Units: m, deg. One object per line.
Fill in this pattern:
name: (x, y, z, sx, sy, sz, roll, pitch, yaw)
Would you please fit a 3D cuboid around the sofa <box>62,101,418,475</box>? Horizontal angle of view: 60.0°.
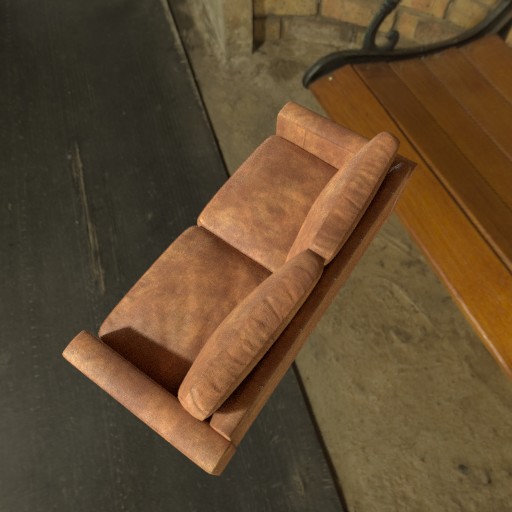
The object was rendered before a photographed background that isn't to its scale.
sofa: (0.000, 0.000, 2.661, 1.016, 0.873, 2.179, 32, 67, 15)
